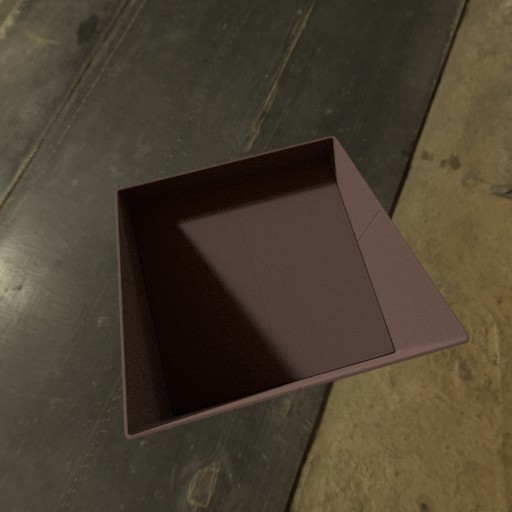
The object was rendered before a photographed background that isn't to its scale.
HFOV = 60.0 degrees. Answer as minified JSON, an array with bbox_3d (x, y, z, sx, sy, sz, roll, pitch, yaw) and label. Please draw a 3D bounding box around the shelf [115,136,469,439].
[{"bbox_3d":[0.000,0.000,0.495,0.292,0.210,0.292,-15,75,-4],"label":"shelf"}]
